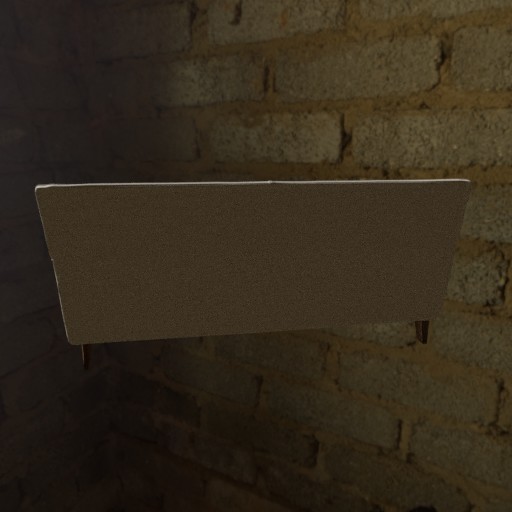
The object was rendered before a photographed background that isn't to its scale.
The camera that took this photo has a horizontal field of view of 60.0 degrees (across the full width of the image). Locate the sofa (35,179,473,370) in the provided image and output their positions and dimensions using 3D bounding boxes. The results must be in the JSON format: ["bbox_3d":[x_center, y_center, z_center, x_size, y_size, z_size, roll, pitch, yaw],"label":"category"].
[{"bbox_3d":[0.000,0.000,2.491,2.001,0.907,0.841,-2,15,-9],"label":"sofa"}]
